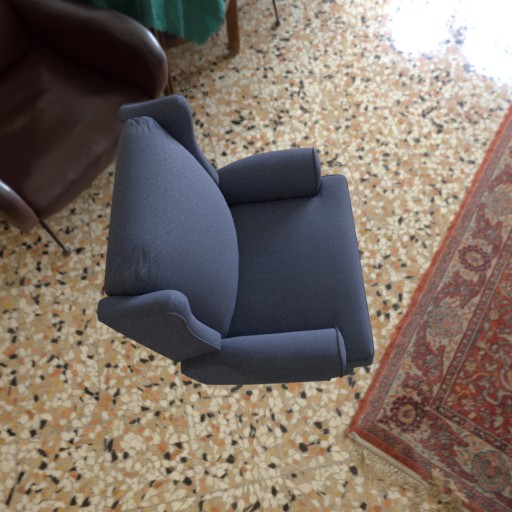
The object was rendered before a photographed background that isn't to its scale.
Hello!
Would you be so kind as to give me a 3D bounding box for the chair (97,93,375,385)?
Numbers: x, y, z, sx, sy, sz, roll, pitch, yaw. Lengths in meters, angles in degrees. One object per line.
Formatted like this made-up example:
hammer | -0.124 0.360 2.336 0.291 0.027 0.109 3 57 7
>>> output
chair | 0.000 0.000 1.733 0.877 1.020 0.971 -2 65 -1
